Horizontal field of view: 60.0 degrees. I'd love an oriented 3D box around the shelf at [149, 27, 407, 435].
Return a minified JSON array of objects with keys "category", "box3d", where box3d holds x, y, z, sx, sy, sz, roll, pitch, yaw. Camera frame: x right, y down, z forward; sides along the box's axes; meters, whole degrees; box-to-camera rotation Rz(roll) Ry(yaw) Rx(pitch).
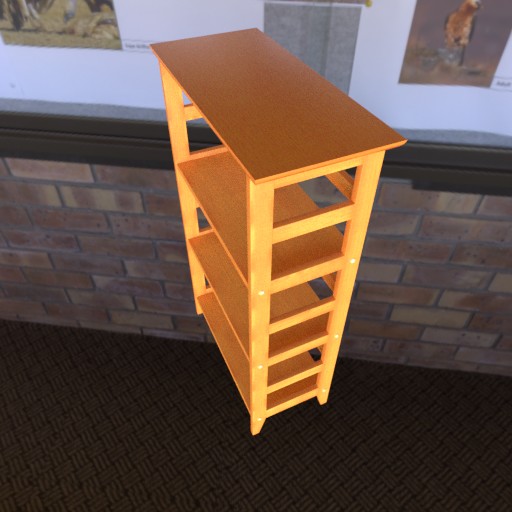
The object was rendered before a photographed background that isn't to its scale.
[{"category":"shelf","box3d":[0.000,0.000,1.350,0.305,1.067,0.660,-18,48,-17]}]
